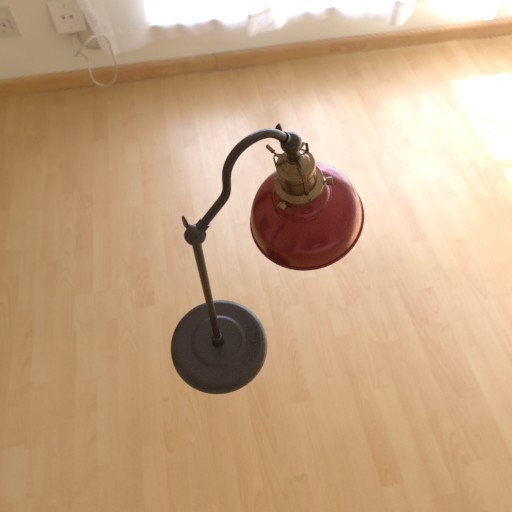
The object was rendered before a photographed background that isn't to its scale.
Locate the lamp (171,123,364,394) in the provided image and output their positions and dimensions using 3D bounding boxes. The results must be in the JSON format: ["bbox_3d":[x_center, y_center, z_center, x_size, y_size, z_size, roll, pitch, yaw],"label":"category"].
[{"bbox_3d":[0.000,0.000,0.697,0.374,0.508,0.192,-32,64,-18],"label":"lamp"}]
